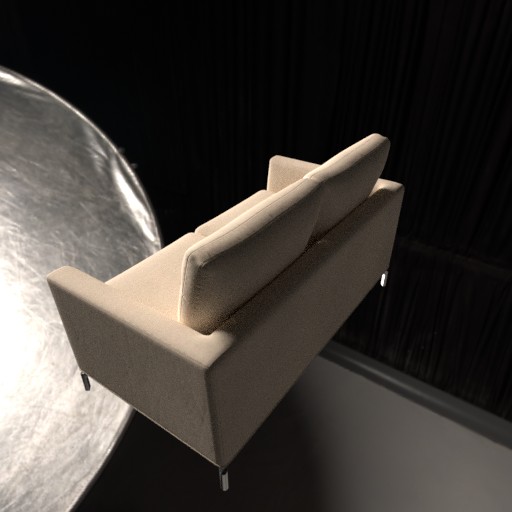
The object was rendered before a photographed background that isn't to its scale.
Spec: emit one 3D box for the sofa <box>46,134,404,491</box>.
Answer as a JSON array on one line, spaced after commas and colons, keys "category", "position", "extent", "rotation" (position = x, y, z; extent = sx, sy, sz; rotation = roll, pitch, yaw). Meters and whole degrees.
[{"category": "sofa", "position": [0.000, 0.000, 2.281], "extent": [0.906, 0.995, 1.739], "rotation": [21, 38, 29]}]
